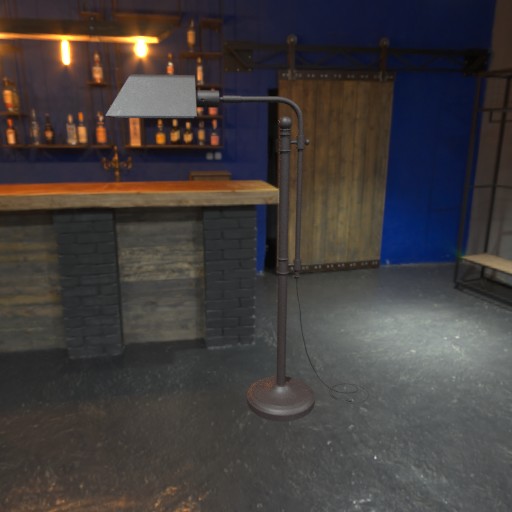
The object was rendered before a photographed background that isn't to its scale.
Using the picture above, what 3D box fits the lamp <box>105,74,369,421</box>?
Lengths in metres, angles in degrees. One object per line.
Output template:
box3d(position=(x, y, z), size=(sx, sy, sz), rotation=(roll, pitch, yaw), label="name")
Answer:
box3d(position=(0.000, 0.000, 0.938), size=(0.545, 0.708, 0.159), rotation=(-2, 16, -8), label="lamp")
